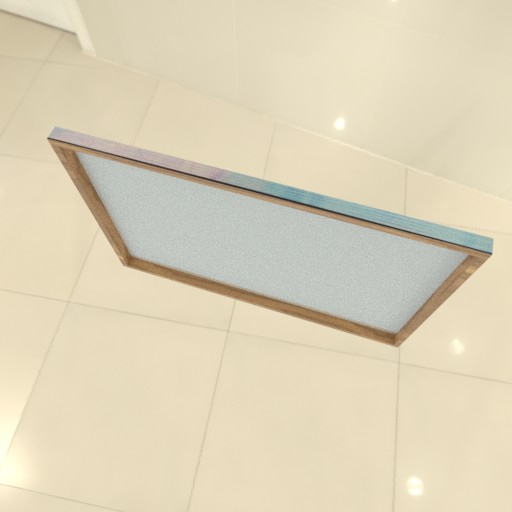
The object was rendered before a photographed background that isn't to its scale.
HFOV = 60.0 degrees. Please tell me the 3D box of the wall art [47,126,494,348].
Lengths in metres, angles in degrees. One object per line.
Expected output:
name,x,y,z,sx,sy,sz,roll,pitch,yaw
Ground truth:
wall art,0.000,0.000,1.143,0.911,0.605,0.037,16,64,8
